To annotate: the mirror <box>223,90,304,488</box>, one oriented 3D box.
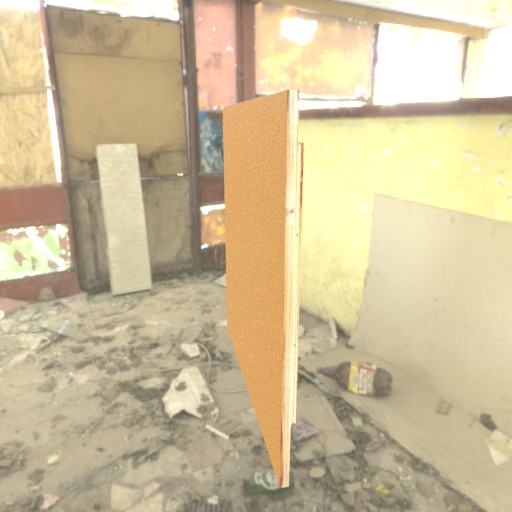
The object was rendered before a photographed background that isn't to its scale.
[{"bbox_3d":[0.000,0.000,1.222,0.061,0.804,0.804,-3,17,-11],"label":"mirror"}]
